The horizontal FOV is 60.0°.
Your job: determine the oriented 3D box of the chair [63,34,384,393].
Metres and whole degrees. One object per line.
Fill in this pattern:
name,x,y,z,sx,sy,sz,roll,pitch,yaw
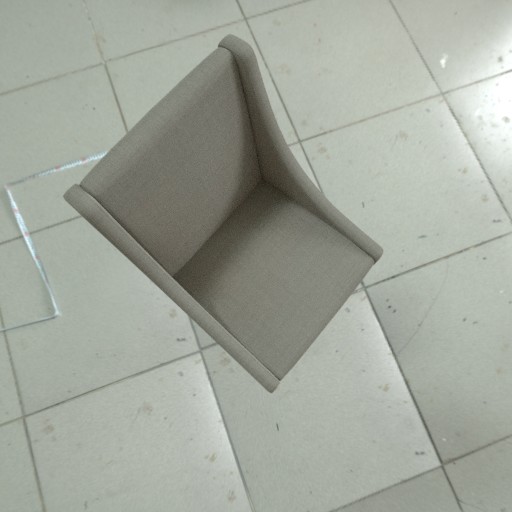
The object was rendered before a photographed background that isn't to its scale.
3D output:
chair,0.000,0.000,1.384,0.611,1.021,0.575,39,78,10
